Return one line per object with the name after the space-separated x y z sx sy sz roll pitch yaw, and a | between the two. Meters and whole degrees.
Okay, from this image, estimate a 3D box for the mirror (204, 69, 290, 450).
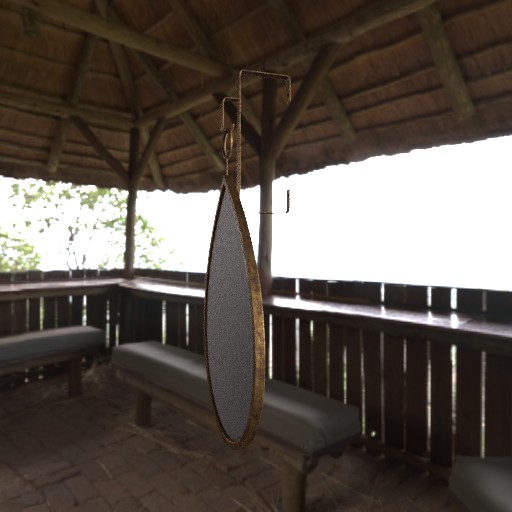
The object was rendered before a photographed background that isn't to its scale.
0.000 0.000 0.906 0.144 0.744 0.405 0 1 -18 | mirror
